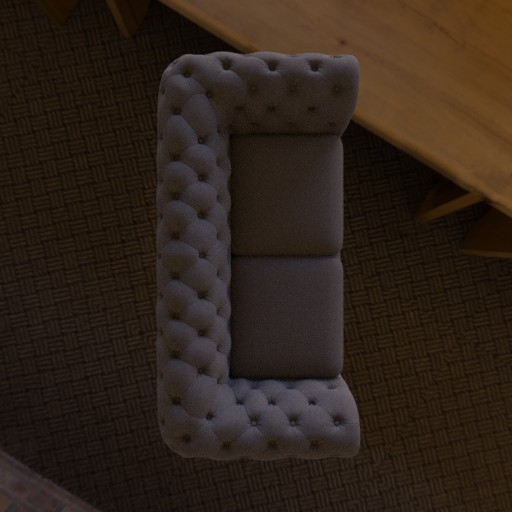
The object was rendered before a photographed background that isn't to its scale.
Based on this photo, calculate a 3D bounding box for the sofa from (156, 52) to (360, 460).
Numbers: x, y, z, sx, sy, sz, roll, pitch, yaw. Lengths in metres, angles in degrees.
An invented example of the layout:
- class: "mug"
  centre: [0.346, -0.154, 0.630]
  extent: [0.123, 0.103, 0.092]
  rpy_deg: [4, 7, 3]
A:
- class: "sofa"
  centre: [0.000, 0.000, 2.425]
  extent: [0.986, 0.764, 1.998]
  rpy_deg: [0, 90, -1]
